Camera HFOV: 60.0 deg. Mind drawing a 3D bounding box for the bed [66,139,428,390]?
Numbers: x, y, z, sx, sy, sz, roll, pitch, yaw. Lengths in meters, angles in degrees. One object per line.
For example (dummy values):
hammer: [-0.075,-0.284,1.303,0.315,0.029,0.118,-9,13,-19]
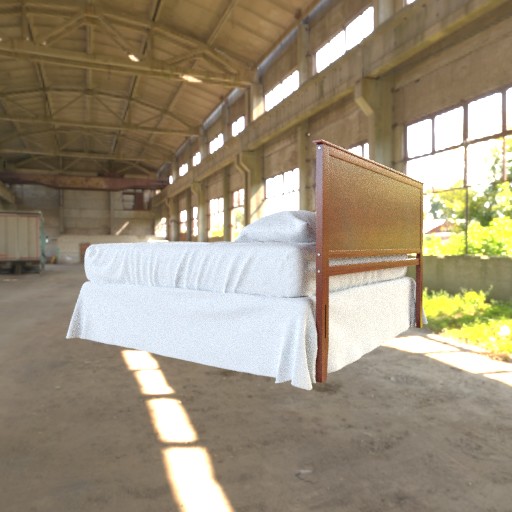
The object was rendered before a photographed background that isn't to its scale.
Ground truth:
bed: [0.000,0.000,3.710,2.219,1.271,2.314,1,2,35]
